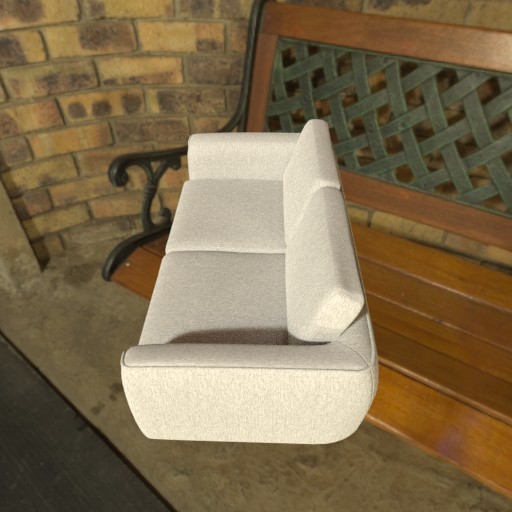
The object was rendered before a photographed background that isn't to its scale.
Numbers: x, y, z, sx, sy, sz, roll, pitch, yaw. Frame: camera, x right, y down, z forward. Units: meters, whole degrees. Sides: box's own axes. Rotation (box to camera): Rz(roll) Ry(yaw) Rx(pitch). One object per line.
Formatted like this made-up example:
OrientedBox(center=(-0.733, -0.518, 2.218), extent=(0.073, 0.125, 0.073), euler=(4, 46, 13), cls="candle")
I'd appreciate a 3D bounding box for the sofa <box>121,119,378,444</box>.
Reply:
OrientedBox(center=(0.000, 0.000, 2.172), extent=(0.920, 0.850, 1.700), euler=(1, 41, 1), cls="sofa")
